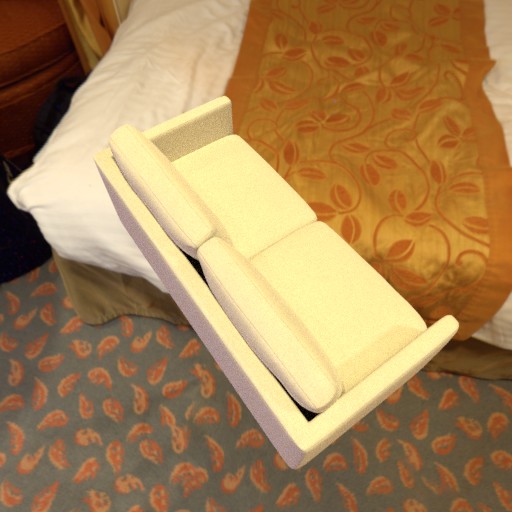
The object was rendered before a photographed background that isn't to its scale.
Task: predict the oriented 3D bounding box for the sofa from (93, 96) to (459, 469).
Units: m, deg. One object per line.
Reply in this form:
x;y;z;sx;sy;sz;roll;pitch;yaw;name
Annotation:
0.000;0.000;2.503;0.965;0.889;1.981;-31;63;-18;sofa
